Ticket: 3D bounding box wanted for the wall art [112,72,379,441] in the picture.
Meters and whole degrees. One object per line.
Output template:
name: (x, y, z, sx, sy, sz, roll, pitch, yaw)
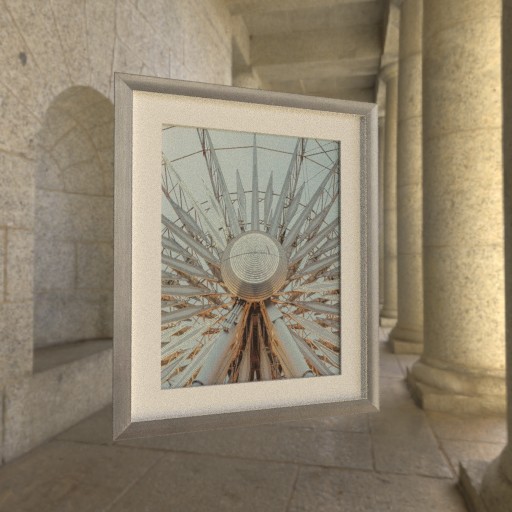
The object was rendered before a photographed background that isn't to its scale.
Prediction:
wall art: (0.000, 0.000, 0.748, 0.458, 0.558, 0.029, 0, -1, -17)
